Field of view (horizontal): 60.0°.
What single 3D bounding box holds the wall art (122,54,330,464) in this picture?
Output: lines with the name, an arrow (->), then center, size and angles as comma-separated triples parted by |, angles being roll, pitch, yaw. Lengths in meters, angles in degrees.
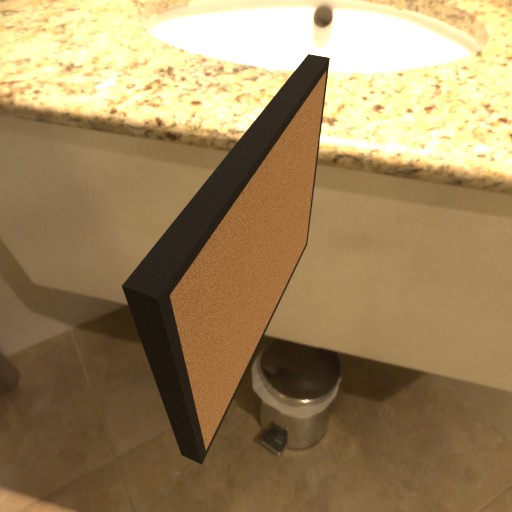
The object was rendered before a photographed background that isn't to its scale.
wall art -> 0.000, 0.000, 0.536 | 0.028, 0.325, 0.397 | 17, 50, 15
